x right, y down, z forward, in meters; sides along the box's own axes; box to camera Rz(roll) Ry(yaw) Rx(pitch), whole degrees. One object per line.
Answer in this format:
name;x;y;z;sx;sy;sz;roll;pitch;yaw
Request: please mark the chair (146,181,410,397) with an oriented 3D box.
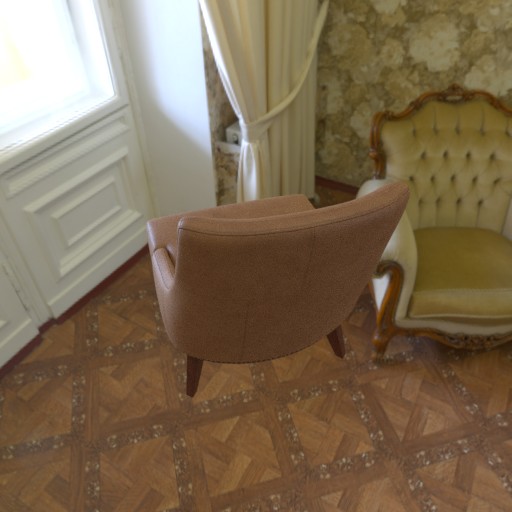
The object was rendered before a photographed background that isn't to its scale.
chair;0.000;0.000;1.516;0.701;0.909;0.861;-11;43;-12
